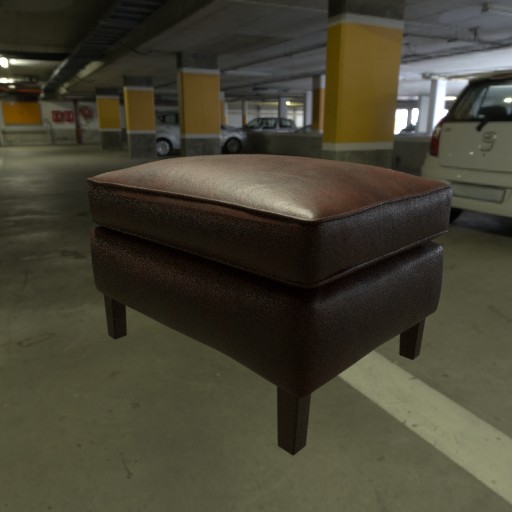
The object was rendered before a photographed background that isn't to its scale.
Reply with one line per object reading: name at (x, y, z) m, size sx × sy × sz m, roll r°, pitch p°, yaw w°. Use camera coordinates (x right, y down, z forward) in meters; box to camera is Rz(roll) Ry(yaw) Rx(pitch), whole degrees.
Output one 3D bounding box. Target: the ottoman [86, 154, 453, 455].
ottoman at (0.000, 0.000, 0.977) m, size 0.665 × 0.432 × 0.501 m, roll 16°, pitch 23°, yaw 42°
